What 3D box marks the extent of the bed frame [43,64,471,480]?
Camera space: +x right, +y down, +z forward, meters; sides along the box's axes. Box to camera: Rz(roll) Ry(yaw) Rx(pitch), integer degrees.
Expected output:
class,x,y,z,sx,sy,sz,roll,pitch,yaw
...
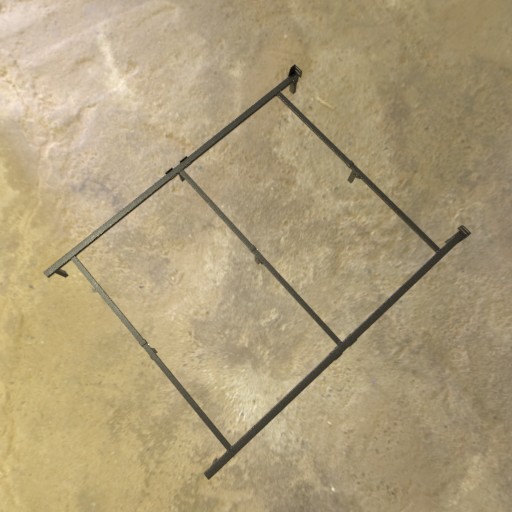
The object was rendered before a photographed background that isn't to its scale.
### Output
class,x,y,z,sx,sy,sz,roll,pitch,yaw
bed frame,0.000,0.000,2.645,1.990,0.248,1.498,-41,80,-9
